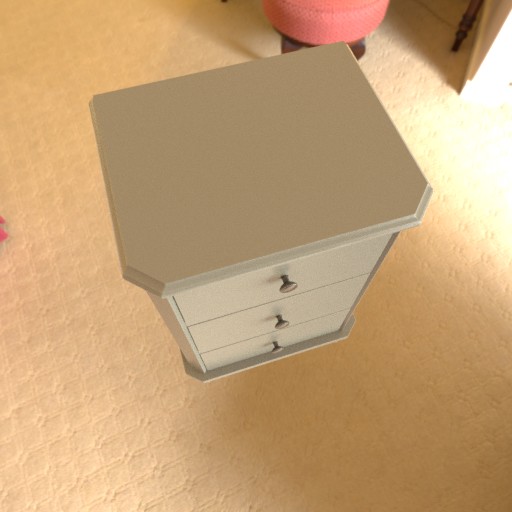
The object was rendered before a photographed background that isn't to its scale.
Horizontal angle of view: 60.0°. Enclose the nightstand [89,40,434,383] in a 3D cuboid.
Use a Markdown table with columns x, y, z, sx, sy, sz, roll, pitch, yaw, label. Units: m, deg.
| x | y | z | sx | sy | sz | roll | pitch | yaw | label |
| --- | --- | --- | --- | --- | --- | --- | --- | --- | --- |
| 0.000 | 0.000 | 0.933 | 0.435 | 0.680 | 0.348 | -16 | 65 | -8 | nightstand |
